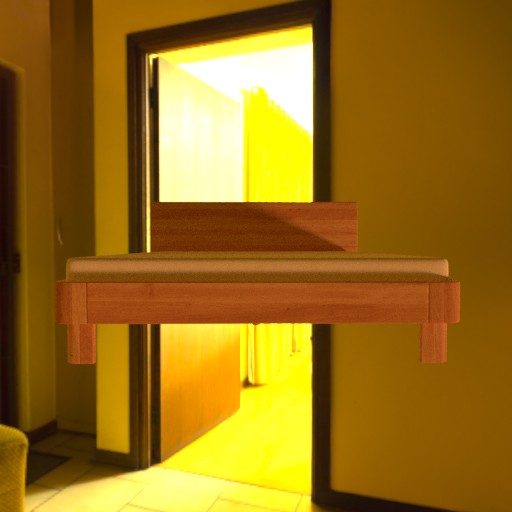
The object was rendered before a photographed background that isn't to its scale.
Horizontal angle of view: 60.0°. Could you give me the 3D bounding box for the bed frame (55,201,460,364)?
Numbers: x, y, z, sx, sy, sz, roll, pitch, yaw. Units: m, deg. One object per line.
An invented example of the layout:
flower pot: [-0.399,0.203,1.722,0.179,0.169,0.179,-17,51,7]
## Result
bed frame: [0.000,0.000,3.028,1.872,0.940,2.092,0,1,-1]
